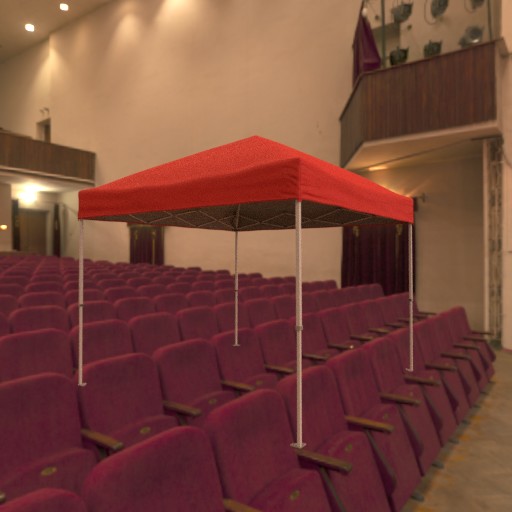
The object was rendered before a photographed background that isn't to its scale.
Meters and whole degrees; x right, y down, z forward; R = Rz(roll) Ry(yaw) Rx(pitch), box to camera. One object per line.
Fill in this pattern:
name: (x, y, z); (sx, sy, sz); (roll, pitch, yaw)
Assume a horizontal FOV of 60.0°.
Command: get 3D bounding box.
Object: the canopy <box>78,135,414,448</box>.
canopy: (0.000, 0.000, 5.491); (2.996, 2.997, 2.998); (0, 0, 36)
